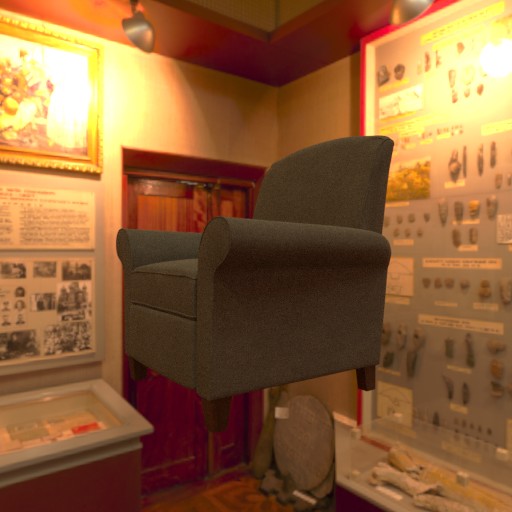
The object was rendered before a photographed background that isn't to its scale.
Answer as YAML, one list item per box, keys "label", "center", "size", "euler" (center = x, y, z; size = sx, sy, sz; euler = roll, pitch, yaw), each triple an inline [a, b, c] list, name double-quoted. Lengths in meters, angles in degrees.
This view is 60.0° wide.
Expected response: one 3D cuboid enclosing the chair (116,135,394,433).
- label: "chair"
  center: [0.000, 0.000, 1.859]
  size: [0.905, 1.061, 0.978]
  euler: [0, 1, -35]
